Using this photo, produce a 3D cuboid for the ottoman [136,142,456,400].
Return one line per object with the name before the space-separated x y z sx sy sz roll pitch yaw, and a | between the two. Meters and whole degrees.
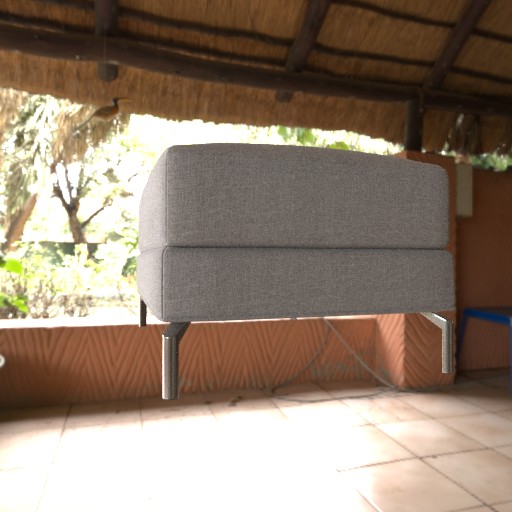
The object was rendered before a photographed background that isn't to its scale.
ottoman | 0.000 0.000 1.160 0.584 0.457 0.838 0 -1 -17
